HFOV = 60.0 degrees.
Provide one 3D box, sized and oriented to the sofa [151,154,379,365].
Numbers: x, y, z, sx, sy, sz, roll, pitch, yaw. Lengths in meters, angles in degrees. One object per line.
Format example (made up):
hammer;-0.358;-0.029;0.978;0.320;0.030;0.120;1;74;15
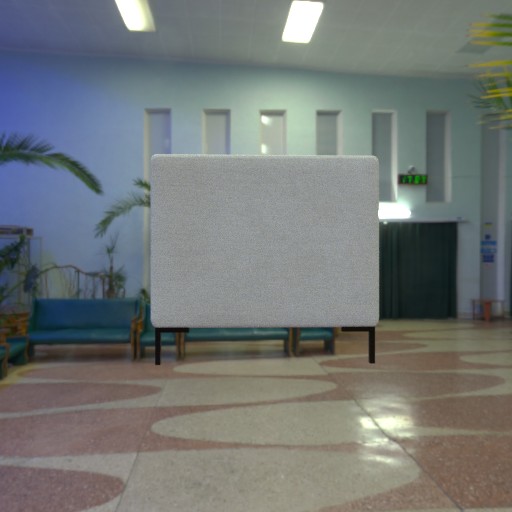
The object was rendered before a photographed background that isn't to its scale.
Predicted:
sofa;0.000;0.000;2.294;0.686;0.635;1.981;0;0;-2
